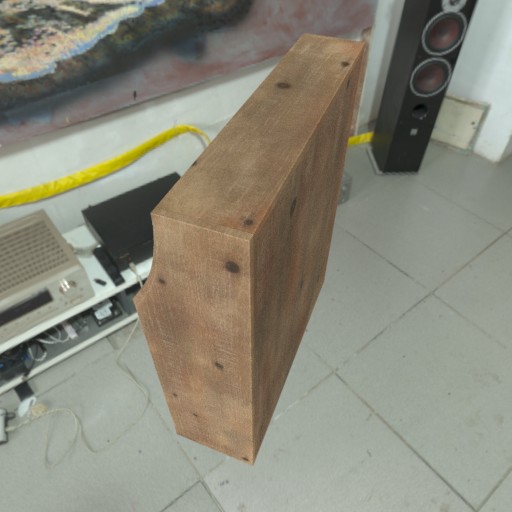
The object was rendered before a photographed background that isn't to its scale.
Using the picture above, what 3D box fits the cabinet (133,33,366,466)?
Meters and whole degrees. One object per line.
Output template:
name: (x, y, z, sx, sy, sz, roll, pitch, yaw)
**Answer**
cabinet: (0.000, 0.000, 0.792, 0.184, 0.590, 0.489, 16, 49, 15)
